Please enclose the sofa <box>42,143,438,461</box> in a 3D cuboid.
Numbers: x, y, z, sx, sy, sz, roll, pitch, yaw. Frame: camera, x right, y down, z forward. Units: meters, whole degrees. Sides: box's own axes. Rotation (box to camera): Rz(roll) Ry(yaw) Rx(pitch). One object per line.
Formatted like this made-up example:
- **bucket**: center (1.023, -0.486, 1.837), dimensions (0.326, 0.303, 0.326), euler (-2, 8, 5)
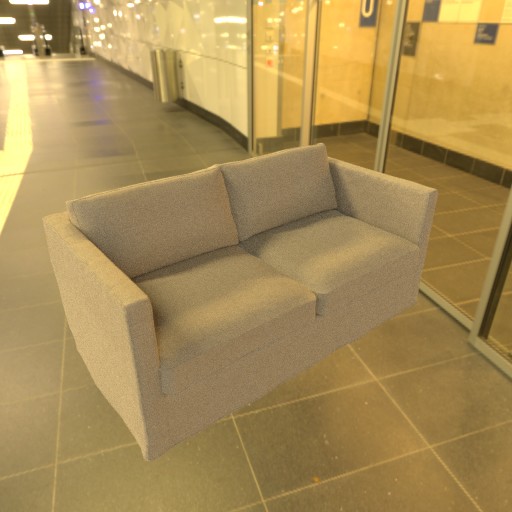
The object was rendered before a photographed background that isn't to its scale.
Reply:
- **sofa**: center (0.000, 0.000, 2.278), dimensions (1.766, 0.828, 0.956), euler (-20, 34, -33)
